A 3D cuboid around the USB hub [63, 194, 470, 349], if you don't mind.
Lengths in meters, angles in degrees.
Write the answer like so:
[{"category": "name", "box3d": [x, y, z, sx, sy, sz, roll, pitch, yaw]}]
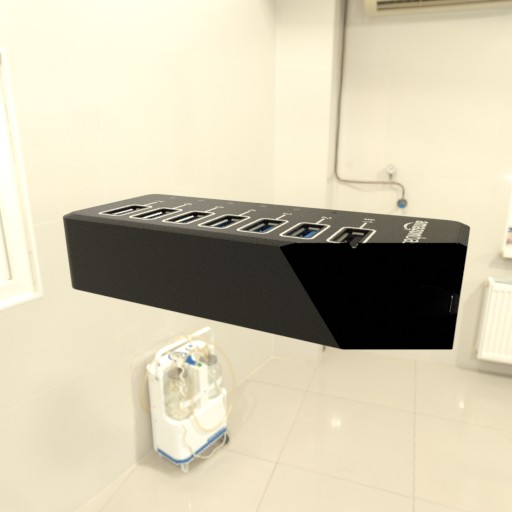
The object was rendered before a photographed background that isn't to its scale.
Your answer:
[{"category": "USB hub", "box3d": [0.000, 0.000, 0.129, 0.110, 0.023, 0.044, 8, 19, 25]}]
